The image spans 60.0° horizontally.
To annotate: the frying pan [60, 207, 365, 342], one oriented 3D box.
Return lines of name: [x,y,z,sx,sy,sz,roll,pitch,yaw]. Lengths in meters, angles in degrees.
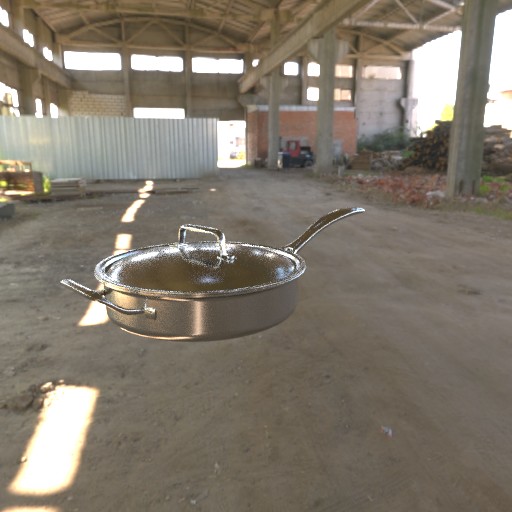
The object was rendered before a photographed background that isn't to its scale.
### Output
frying pan: [0.000,0.000,0.675,0.561,0.114,0.280,-13,18,-43]
